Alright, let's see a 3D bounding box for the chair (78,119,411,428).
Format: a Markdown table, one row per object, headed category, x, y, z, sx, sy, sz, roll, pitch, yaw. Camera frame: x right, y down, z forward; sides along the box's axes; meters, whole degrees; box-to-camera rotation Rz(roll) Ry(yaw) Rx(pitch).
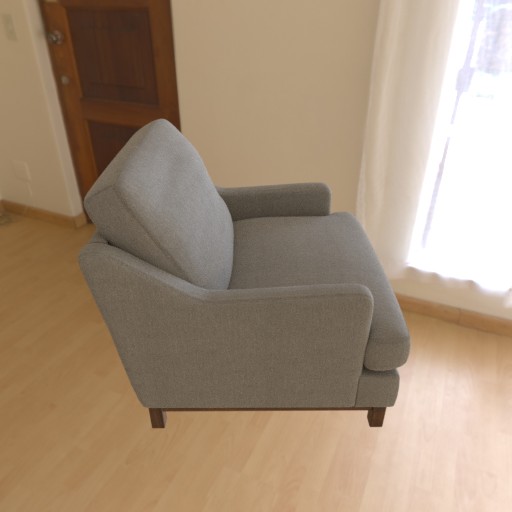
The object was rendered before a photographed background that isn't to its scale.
| category | x | y | z | sx | sy | sz | roll | pitch | yaw |
| --- | --- | --- | --- | --- | --- | --- | --- | --- | --- |
| chair | 0.000 | 0.000 | 1.543 | 0.892 | 0.821 | 0.826 | 0 | 31 | 0 |
